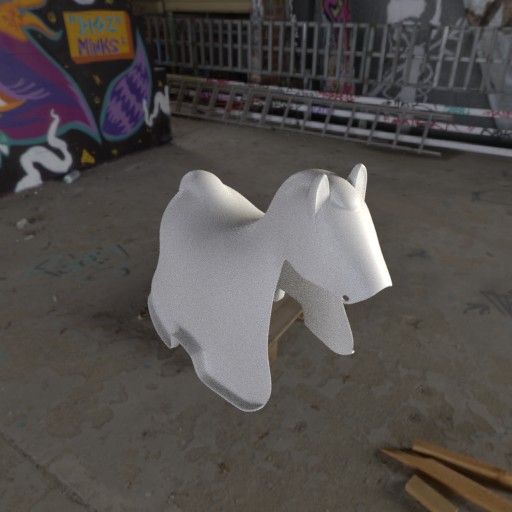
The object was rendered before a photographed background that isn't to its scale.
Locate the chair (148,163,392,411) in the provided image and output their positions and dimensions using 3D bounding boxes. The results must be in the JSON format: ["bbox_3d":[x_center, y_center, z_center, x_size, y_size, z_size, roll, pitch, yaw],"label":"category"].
[{"bbox_3d":[0.000,0.000,1.161,0.429,0.612,0.800,-20,35,-32],"label":"chair"}]
